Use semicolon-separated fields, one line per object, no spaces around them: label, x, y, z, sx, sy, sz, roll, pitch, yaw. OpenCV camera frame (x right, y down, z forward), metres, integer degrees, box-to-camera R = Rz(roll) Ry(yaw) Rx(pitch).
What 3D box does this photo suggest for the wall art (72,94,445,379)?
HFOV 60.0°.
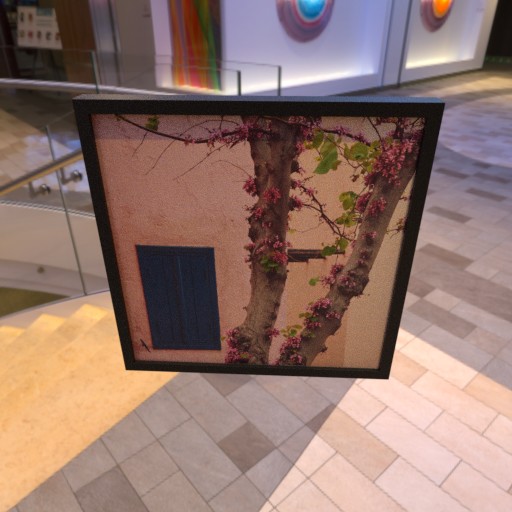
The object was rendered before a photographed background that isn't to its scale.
wall art;0.000;0.000;0.745;0.508;0.508;0.038;1;30;2
